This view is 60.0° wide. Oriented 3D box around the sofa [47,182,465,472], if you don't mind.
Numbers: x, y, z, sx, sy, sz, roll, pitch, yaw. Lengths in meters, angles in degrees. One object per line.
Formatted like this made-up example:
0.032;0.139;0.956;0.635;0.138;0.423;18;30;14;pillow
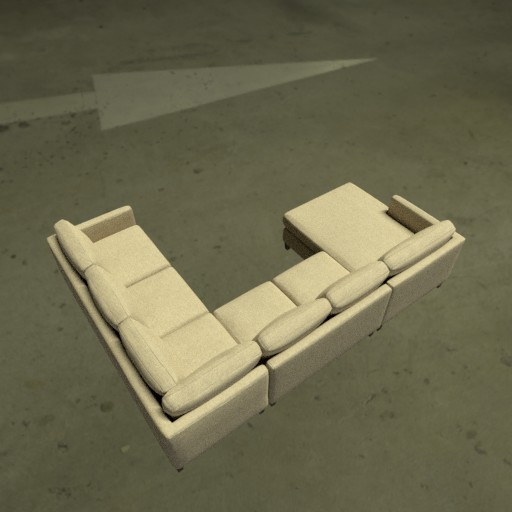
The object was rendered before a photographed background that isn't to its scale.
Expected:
0.000;0.000;4.669;3.460;0.959;2.593;-28;52;-25;sofa
